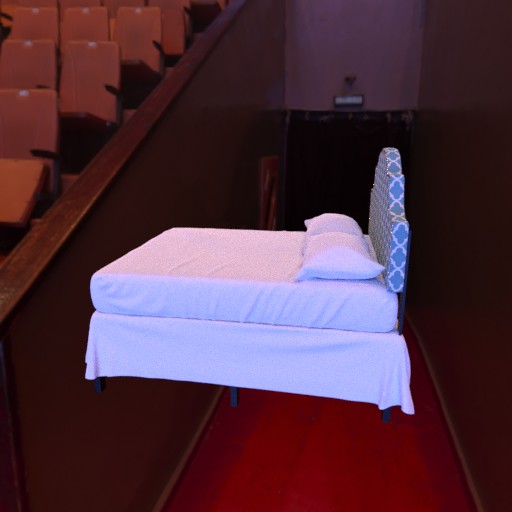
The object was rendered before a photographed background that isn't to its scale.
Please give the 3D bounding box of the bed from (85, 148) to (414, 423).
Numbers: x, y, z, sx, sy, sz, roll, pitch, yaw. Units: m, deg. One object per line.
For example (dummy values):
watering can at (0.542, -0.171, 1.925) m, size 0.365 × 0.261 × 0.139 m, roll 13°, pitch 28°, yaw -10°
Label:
bed at (0.000, 0.000, 3.425) m, size 2.222 × 1.633 × 1.780 m, roll 3°, pitch 16°, yaw 10°
